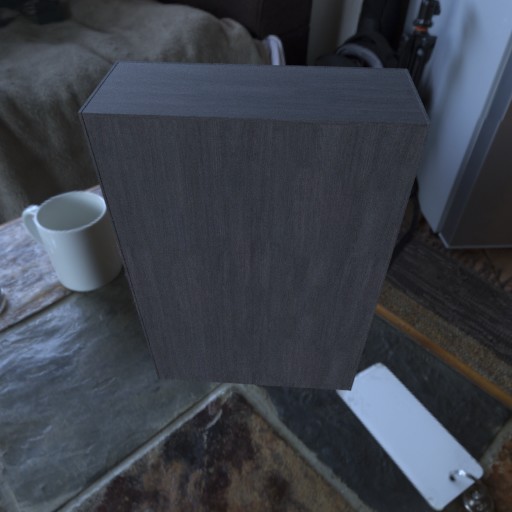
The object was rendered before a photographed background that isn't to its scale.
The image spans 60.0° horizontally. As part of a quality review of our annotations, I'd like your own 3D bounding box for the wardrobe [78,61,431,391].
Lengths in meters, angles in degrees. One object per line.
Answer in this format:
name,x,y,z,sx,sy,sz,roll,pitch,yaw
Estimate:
wardrobe,0.000,0.000,2.464,1.290,1.910,0.510,3,45,3
